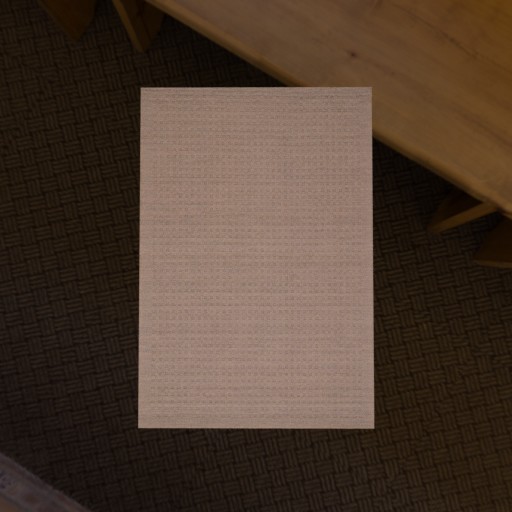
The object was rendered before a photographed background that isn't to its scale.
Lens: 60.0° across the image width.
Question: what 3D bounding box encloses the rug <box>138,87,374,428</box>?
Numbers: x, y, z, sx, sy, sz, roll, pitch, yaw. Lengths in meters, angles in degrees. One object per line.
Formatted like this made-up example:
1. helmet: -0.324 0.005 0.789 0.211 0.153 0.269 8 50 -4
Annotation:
1. rug: 0.000 0.000 3.766 1.981 0.006 2.895 0 88 0
